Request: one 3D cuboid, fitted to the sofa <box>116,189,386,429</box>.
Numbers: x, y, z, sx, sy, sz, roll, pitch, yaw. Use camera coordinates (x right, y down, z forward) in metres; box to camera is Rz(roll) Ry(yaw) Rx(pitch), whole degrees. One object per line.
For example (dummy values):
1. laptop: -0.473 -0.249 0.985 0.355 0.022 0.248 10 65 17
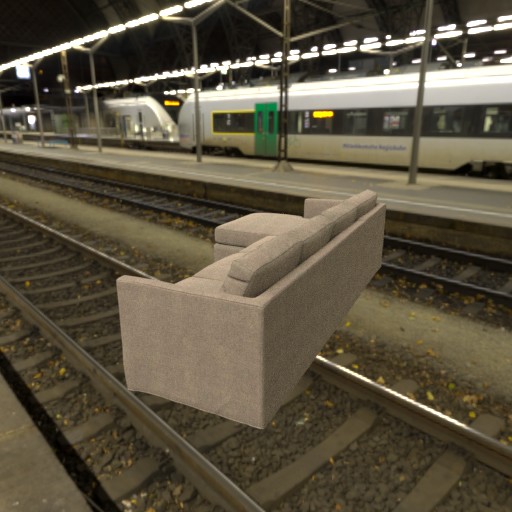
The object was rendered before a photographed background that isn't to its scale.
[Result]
1. sofa: 0.000 0.000 3.899 1.650 0.922 3.205 8 18 25
